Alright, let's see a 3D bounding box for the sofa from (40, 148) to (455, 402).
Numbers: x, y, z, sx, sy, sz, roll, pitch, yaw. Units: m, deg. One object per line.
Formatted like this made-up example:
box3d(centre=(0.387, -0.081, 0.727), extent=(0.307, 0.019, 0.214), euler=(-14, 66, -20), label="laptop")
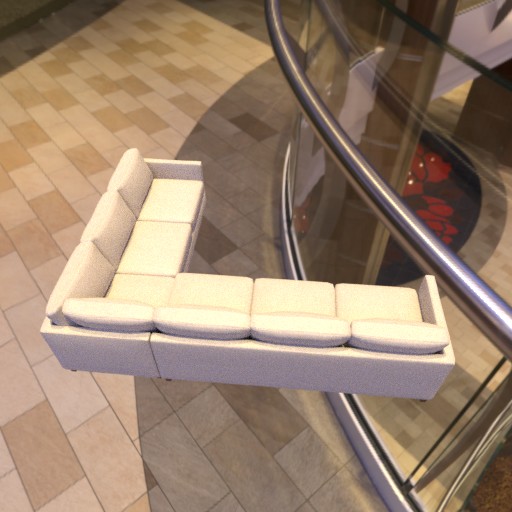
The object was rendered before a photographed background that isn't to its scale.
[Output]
box3d(centre=(0.000, 0.000, 4.487), extent=(3.333, 0.934, 2.522), euler=(4, 47, 3), label="sofa")
